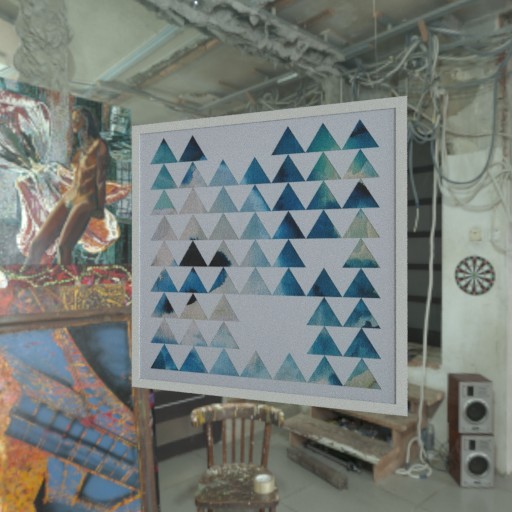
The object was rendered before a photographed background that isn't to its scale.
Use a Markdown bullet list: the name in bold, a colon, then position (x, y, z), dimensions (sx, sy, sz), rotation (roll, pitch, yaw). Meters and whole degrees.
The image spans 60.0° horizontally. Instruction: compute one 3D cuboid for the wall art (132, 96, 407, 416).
- **wall art**: position (0.000, 0.000, 0.706), dimensions (0.456, 0.456, 0.007), rotation (0, 0, 19)
